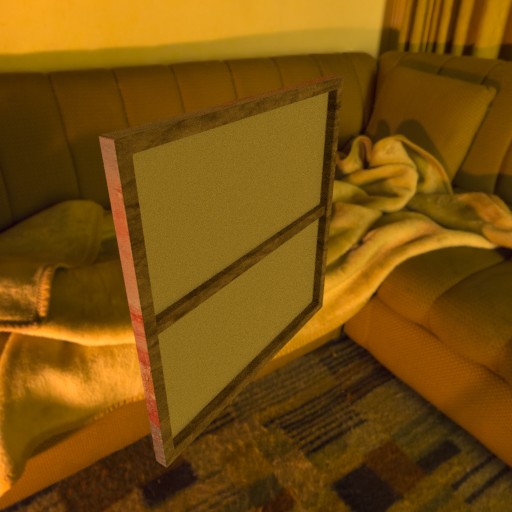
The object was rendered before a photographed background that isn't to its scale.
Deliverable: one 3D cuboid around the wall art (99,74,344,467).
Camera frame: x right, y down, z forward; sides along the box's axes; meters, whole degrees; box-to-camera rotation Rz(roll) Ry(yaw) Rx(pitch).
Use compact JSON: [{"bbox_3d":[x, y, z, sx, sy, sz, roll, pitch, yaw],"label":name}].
[{"bbox_3d":[0.000,0.000,1.086,0.035,0.747,0.747,20,35,30],"label":"wall art"}]
